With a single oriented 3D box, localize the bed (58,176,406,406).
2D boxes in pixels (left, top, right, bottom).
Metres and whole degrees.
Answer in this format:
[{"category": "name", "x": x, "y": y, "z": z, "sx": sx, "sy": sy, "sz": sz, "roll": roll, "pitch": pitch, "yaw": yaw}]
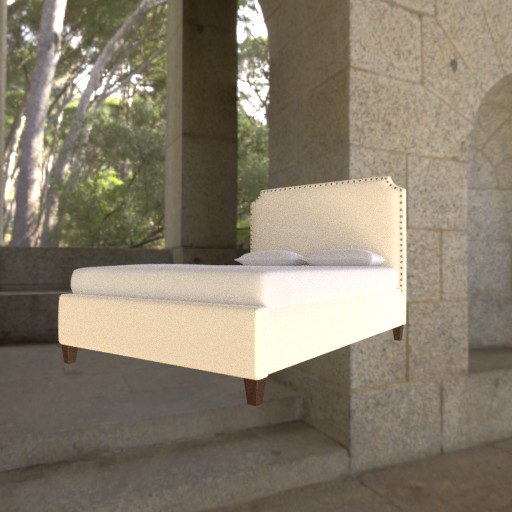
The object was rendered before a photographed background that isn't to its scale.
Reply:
[{"category": "bed", "x": 0.000, "y": 0.000, "z": 3.549, "sx": 1.712, "sy": 1.497, "sz": 2.372, "roll": -1, "pitch": -1, "yaw": 35}]
